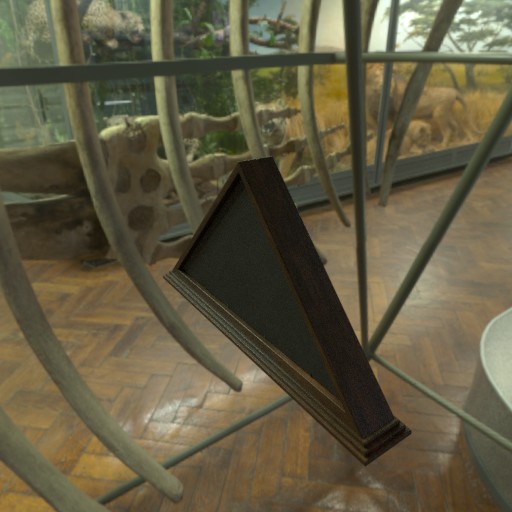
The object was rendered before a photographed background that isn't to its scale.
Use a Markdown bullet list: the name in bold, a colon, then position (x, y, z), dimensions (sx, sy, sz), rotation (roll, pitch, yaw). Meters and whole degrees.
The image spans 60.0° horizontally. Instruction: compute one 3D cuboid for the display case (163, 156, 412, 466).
- **display case**: position (0.000, 0.000, 0.773), dimensions (0.095, 0.340, 0.640), rotation (-17, 30, -31)
